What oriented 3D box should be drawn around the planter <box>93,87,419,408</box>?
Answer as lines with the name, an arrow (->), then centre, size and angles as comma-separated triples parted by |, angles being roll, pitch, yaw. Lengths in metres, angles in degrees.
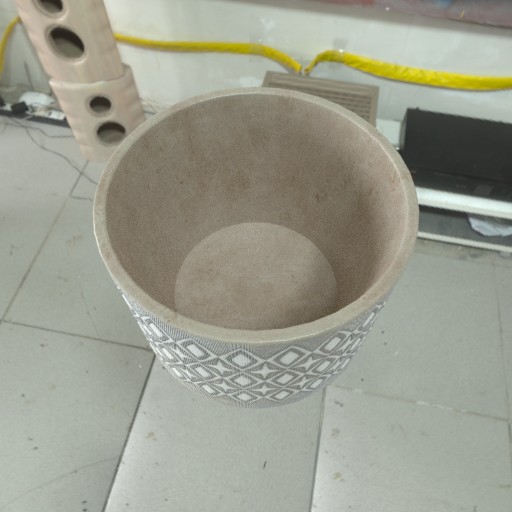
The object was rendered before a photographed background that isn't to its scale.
planter -> 0.000, 0.000, 0.280 | 0.164, 0.127, 0.164 | 0, 58, 0
